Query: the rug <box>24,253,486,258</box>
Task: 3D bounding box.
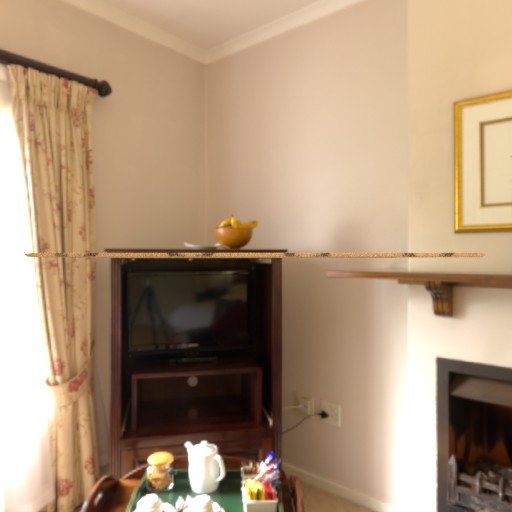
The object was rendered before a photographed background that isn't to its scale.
[{"bbox_3d":[0.000,0.000,3.469,2.701,0.026,1.801,0,0,2],"label":"rug"}]
